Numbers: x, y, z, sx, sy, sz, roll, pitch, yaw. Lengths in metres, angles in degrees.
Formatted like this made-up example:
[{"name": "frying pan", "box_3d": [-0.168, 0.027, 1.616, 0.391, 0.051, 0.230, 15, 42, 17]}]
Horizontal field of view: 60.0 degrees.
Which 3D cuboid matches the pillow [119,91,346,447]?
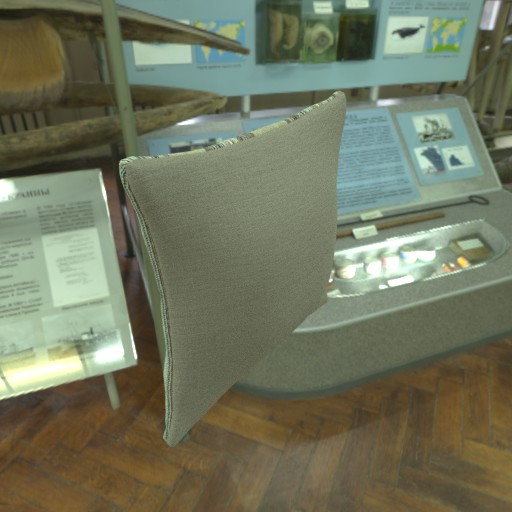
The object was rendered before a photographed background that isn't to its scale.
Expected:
[{"name": "pillow", "box_3d": [0.000, 0.000, 0.667, 0.189, 0.416, 0.435, 22, 37, 32]}]
